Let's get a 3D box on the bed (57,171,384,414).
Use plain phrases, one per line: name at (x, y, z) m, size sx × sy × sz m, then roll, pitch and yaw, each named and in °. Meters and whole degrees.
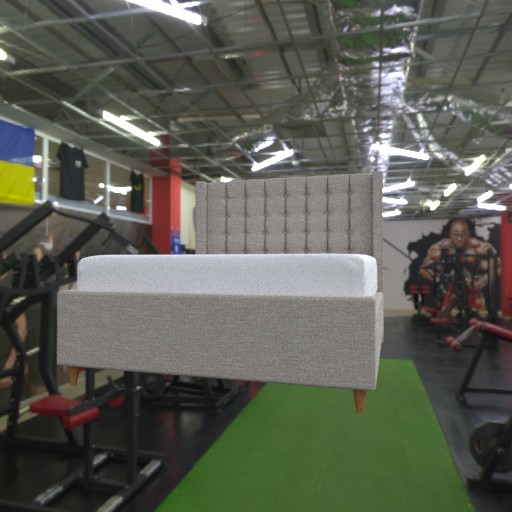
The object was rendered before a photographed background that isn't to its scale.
bed at (0.000, 0.000, 3.774) m, size 2.044 × 1.748 × 2.372 m, roll 0°, pitch -1°, yaw 17°
